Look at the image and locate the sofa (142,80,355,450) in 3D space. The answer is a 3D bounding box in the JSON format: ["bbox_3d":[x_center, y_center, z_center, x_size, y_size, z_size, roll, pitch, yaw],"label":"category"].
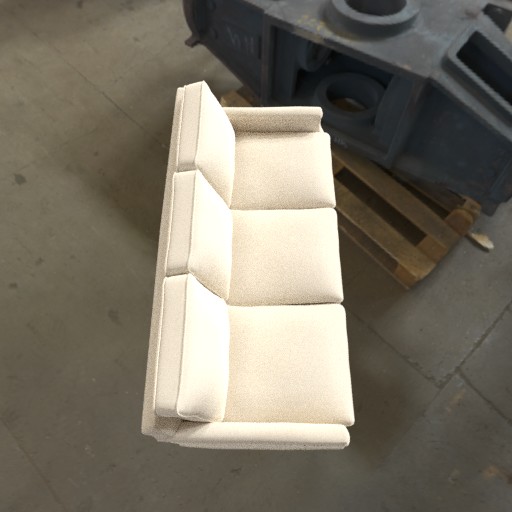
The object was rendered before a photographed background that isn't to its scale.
[{"bbox_3d":[0.000,0.000,2.824,1.084,1.003,2.246,0,65,0],"label":"sofa"}]
